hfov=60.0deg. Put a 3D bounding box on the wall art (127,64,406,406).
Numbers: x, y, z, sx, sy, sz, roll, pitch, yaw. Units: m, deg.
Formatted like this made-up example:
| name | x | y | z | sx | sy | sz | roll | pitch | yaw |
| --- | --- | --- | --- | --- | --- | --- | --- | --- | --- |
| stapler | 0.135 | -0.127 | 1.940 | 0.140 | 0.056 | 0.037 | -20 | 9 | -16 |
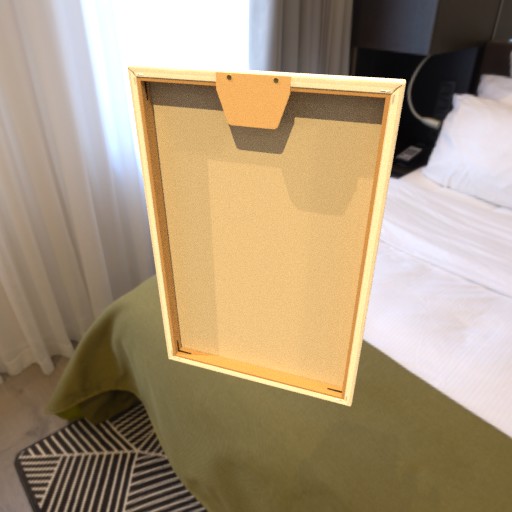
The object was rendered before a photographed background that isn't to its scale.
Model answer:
| name | x | y | z | sx | sy | sz | roll | pitch | yaw |
| --- | --- | --- | --- | --- | --- | --- | --- | --- | --- |
| wall art | 0.000 | 0.000 | 1.161 | 0.602 | 0.902 | 0.048 | 10 | 33 | 16 |
